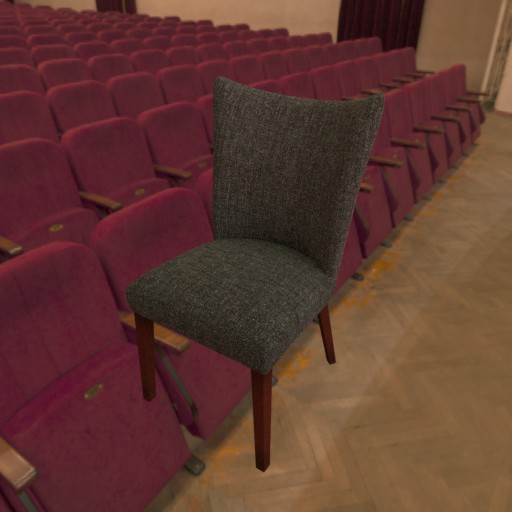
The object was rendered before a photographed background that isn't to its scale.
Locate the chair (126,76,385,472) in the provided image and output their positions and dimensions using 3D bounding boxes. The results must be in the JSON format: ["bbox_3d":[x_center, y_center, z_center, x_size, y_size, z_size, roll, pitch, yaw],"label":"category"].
[{"bbox_3d":[0.000,0.000,1.319,0.535,0.924,0.623,18,34,29],"label":"chair"}]
